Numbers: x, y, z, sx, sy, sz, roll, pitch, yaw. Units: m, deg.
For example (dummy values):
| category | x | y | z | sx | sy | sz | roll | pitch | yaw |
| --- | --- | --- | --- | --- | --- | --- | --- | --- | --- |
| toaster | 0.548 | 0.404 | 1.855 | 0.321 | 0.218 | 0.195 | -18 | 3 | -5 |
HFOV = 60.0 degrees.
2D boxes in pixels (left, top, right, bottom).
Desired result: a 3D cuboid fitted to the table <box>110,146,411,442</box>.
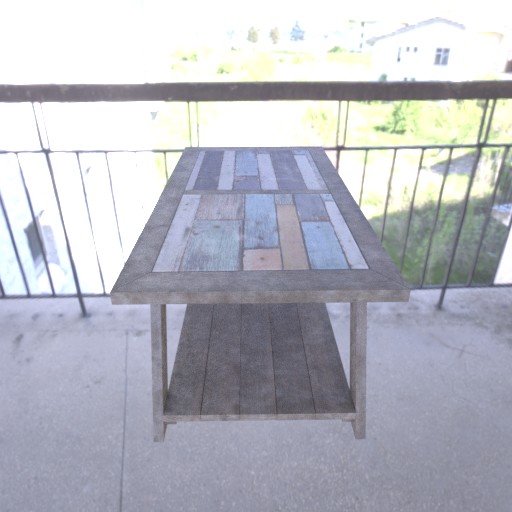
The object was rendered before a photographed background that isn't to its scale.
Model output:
| category | x | y | z | sx | sy | sz | roll | pitch | yaw |
| --- | --- | --- | --- | --- | --- | --- | --- | --- | --- |
| table | 0.000 | 0.000 | 1.545 | 0.610 | 0.470 | 1.219 | 0 | 27 | -1 |
